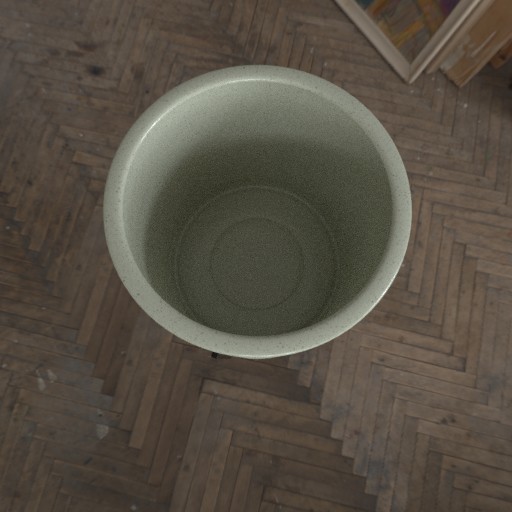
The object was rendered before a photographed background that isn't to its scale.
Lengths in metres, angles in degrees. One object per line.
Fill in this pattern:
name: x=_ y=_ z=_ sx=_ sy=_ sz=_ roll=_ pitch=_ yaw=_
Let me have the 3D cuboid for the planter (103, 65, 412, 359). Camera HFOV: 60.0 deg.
planter: x=0.000 y=0.000 z=0.678 sx=0.314 sy=0.475 sz=0.323 roll=19 pitch=78 yaw=4
